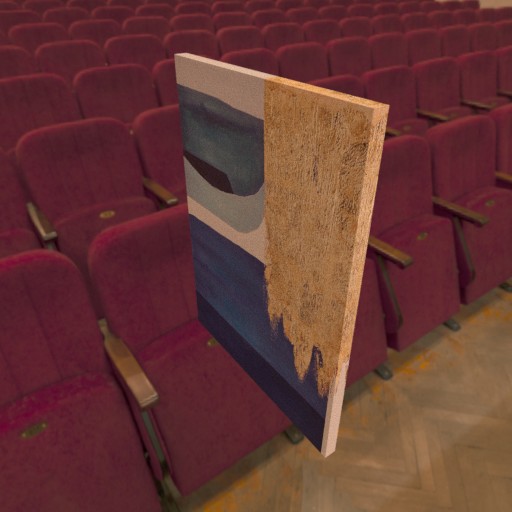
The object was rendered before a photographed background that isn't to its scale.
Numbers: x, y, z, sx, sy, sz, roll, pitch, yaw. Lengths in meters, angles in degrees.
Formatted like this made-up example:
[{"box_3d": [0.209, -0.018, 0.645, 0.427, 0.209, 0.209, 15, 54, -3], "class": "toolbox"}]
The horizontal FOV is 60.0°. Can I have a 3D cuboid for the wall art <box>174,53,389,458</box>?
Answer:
[{"box_3d": [0.000, 0.000, 0.793, 0.026, 0.613, 0.458, -21, 38, -30], "class": "wall art"}]
